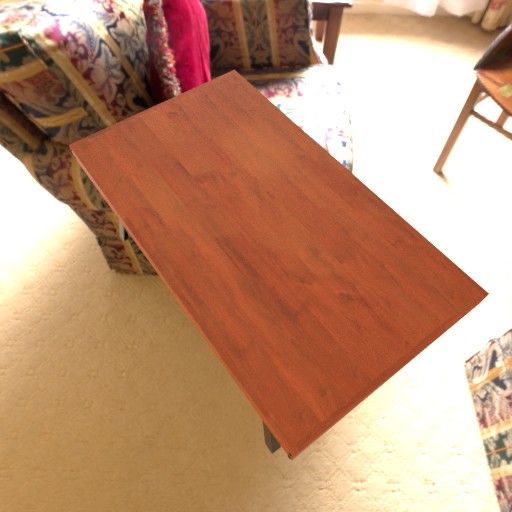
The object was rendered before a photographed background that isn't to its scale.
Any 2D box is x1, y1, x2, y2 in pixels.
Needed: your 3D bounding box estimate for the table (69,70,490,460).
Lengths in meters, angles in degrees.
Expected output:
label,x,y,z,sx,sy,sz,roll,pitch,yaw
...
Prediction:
label,x,y,z,sx,sy,sz,roll,pitch,yaw
table,0.000,0.000,1.389,0.610,0.457,1.067,-32,63,-18
